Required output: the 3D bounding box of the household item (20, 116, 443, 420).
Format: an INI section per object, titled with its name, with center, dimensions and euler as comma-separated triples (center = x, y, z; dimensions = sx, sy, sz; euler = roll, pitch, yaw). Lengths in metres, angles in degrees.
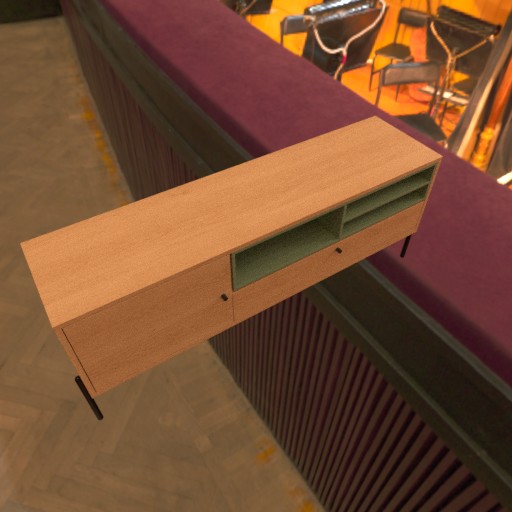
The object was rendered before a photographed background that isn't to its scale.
[household item]
center = 0.000, 0.000, 1.774
dimensions = 1.550, 0.600, 0.400
euler = -25, 51, -22
